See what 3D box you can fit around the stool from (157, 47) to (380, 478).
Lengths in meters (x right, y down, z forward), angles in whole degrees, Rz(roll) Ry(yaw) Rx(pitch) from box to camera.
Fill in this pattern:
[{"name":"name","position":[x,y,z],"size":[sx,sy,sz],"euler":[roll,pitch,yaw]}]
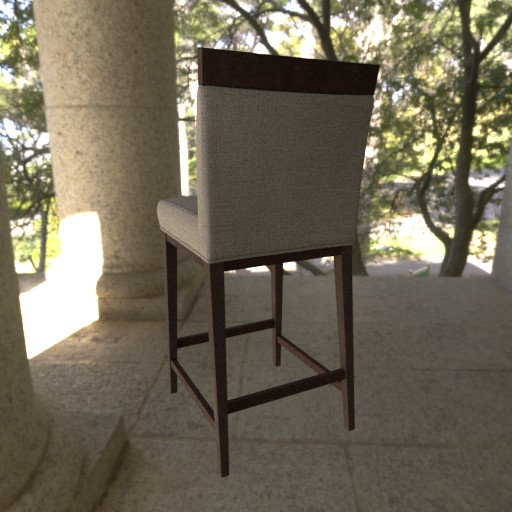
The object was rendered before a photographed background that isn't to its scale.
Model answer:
[{"name":"stool","position":[0.000,0.000,1.416],"size":[0.511,1.117,0.531],"euler":[-7,16,-26]}]
